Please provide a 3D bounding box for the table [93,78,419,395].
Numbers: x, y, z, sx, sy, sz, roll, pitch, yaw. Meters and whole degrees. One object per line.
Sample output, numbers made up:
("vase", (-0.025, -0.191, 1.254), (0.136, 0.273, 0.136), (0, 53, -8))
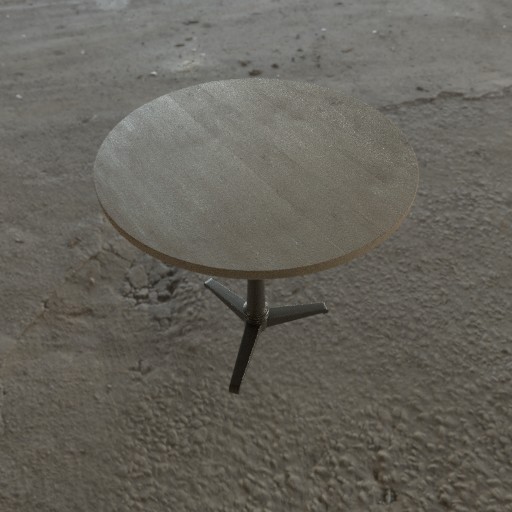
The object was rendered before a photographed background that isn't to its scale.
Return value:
("table", (0.000, 0.000, 1.408), (0.800, 0.780, 0.800), (0, 47, 0))
